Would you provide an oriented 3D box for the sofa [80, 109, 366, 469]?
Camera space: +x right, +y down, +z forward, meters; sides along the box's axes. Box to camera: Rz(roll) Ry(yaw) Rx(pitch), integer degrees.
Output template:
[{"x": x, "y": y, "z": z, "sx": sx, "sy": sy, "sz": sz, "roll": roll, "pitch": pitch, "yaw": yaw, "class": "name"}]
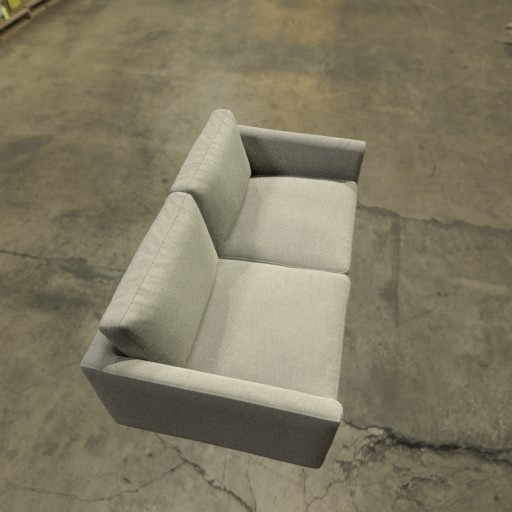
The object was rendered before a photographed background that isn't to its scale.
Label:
[{"x": 0.000, "y": 0.000, "z": 2.516, "sx": 1.091, "sy": 0.839, "sz": 1.905, "roll": 9, "pitch": 49, "yaw": 8, "class": "sofa"}]
